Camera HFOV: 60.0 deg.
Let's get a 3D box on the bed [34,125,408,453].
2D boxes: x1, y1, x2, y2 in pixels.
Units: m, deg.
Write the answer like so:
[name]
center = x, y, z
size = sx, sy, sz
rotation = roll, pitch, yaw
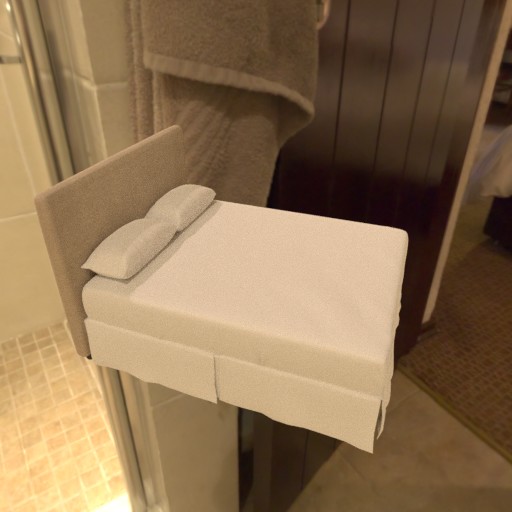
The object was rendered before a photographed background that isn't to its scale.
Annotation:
[bed]
center = 0.000, 0.000, 3.228
size = 2.162, 1.330, 1.713
rotation = 11, 33, 17
